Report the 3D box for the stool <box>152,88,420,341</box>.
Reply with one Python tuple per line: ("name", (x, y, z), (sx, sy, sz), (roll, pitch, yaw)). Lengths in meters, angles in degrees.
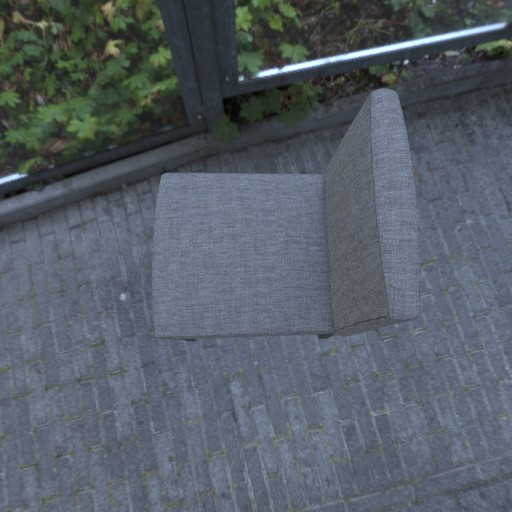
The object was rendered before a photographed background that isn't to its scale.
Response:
("stool", (0.000, 0.000, 1.227), (0.552, 0.966, 0.451), (-1, 76, 0))
